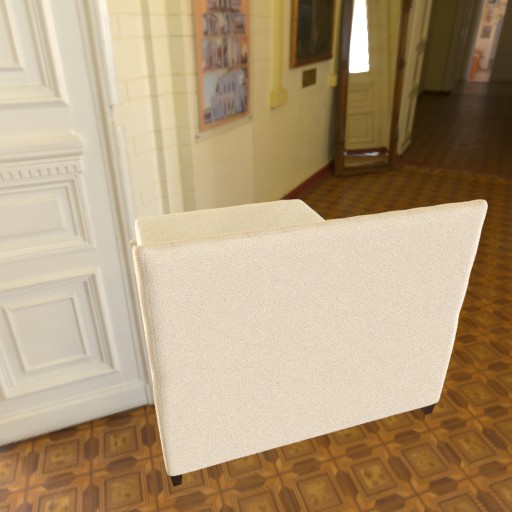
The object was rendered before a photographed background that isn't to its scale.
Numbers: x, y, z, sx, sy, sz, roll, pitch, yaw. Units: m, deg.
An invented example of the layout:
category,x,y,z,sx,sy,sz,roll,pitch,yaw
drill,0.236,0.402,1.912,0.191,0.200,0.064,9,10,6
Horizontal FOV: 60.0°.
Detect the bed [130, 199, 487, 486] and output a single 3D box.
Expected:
category,x,y,z,sx,sy,sz,roll,pitch,yaw
bed,0.000,0.000,3.170,1.696,1.426,2.233,-9,29,-16
